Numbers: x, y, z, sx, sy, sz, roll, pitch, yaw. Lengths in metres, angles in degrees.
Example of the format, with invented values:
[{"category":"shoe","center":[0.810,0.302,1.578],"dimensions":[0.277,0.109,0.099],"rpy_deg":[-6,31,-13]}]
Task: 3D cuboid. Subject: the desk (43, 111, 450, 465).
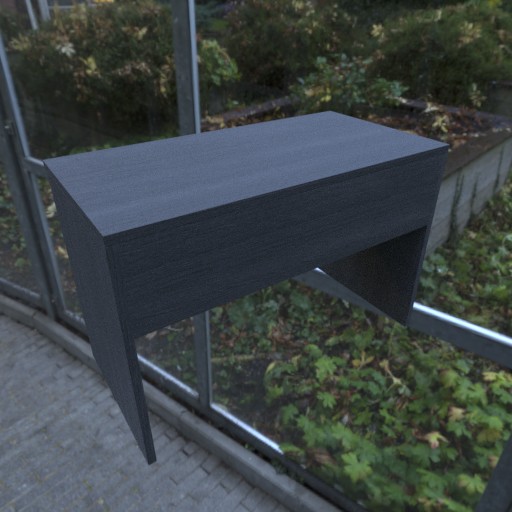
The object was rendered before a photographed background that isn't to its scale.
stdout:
[{"category":"desk","center":[0.000,0.000,1.520],"dimensions":[1.099,0.729,0.557],"rpy_deg":[-19,36,-29]}]
